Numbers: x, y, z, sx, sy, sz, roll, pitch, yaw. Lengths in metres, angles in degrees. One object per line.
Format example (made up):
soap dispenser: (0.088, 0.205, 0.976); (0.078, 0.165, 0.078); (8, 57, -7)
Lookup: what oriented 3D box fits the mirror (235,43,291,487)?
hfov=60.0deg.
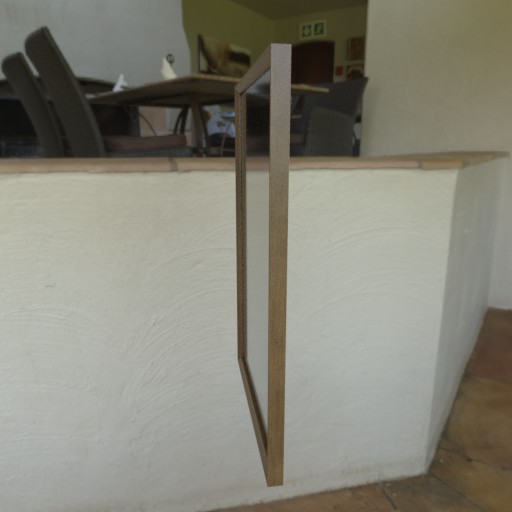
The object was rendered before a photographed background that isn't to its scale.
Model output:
mirror: (0.000, 0.000, 1.176); (0.041, 0.915, 0.609); (-2, 14, -8)
